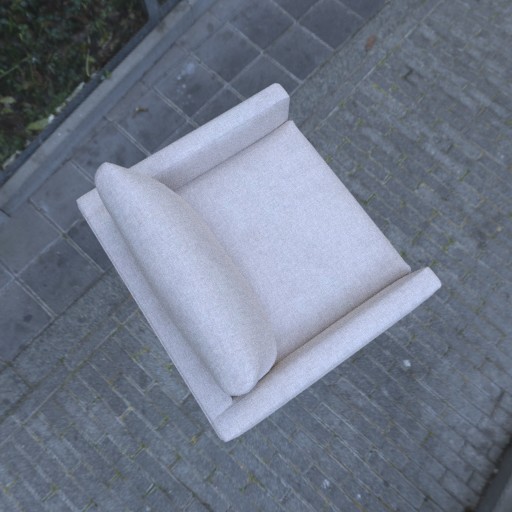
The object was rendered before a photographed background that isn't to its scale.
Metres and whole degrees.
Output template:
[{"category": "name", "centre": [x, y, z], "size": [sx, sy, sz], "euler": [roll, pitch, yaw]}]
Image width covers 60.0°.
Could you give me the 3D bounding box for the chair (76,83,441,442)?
[{"category": "chair", "centre": [0.000, 0.000, 1.646], "size": [0.866, 0.861, 0.963], "euler": [-33, 77, -9]}]
